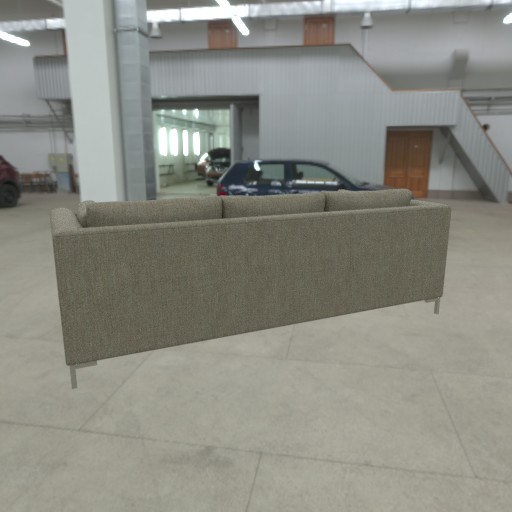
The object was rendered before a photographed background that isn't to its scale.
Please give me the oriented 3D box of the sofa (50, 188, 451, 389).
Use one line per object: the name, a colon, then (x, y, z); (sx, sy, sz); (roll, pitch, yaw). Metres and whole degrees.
sofa: (0.000, 0.000, 2.926); (2.415, 0.867, 0.969); (-6, 15, -24)
